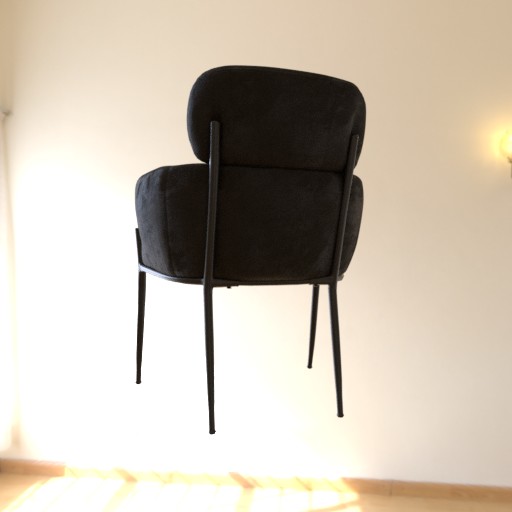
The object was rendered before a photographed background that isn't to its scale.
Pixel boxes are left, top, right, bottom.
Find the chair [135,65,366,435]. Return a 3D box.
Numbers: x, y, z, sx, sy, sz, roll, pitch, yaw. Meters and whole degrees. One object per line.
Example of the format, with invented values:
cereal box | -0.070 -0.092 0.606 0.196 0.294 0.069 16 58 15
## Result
chair | 0.000 0.000 1.244 0.640 0.818 0.604 0 0 -19
